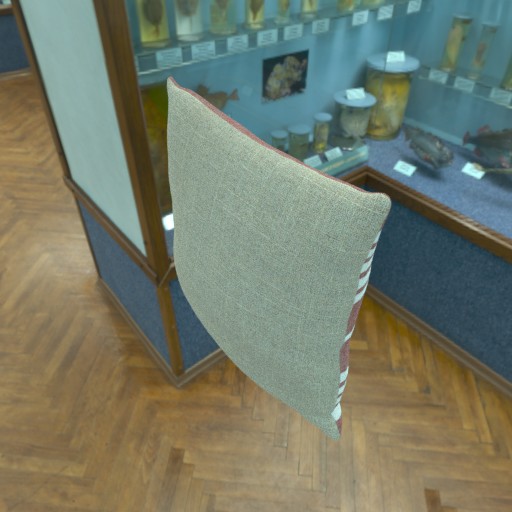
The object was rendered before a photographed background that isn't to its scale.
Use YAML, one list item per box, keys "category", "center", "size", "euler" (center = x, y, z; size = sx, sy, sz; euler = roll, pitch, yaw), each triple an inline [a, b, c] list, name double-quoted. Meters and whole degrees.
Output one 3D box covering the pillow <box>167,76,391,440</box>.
- category: "pillow"
  center: [0.000, 0.000, 0.668]
  size: [0.182, 0.427, 0.439]
  euler: [-26, 47, -27]
